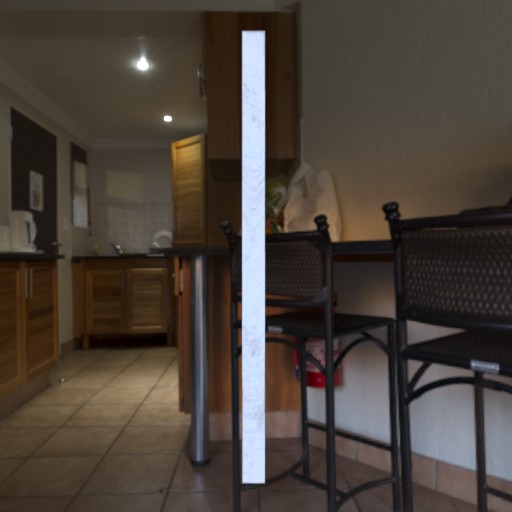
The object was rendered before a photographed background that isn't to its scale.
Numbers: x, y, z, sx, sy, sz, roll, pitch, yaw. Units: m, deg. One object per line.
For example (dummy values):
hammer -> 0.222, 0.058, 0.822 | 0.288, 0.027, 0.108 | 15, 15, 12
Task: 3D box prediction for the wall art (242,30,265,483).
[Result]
wall art -> 0.000, 0.000, 1.121 | 0.038, 0.757, 0.760 | 0, 1, 1
